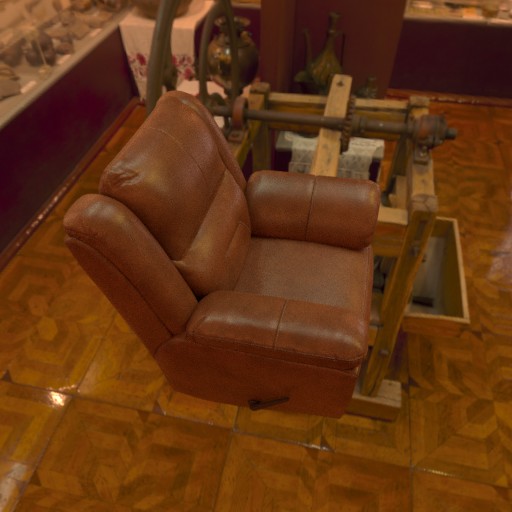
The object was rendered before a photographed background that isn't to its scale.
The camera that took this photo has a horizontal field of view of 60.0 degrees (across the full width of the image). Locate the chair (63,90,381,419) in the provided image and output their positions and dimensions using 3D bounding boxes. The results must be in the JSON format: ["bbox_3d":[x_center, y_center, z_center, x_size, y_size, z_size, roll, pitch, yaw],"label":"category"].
[{"bbox_3d":[0.000,0.000,1.883,1.041,1.093,0.990,10,48,9],"label":"chair"}]
